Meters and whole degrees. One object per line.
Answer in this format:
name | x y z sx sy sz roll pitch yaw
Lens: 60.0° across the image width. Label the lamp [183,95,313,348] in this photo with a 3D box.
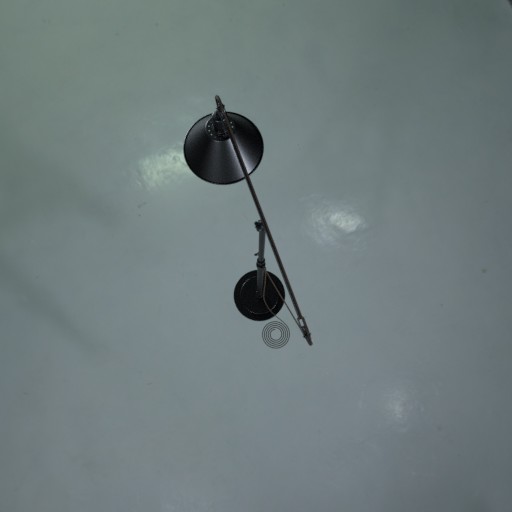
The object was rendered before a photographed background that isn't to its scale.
lamp | 0.000 0.000 1.985 0.319 1.626 0.904 -22 77 -5
